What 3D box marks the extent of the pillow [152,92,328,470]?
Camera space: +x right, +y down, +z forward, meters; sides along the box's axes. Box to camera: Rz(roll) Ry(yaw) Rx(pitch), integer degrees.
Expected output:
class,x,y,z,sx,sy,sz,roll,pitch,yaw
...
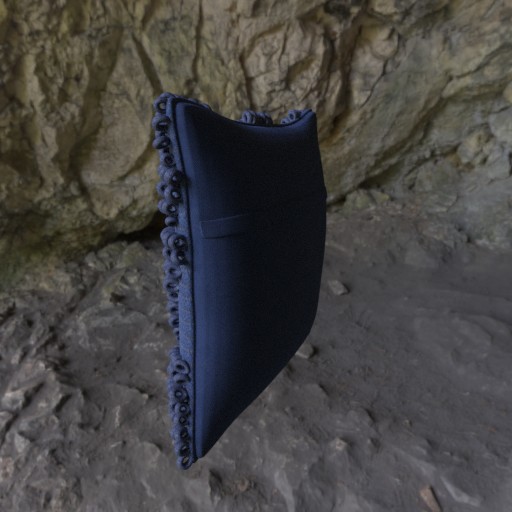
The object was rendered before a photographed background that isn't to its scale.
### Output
class,x,y,z,sx,sy,sz,roll,pitch,yaw
pillow,0.000,0.000,0.711,0.172,0.466,0.469,7,17,25
